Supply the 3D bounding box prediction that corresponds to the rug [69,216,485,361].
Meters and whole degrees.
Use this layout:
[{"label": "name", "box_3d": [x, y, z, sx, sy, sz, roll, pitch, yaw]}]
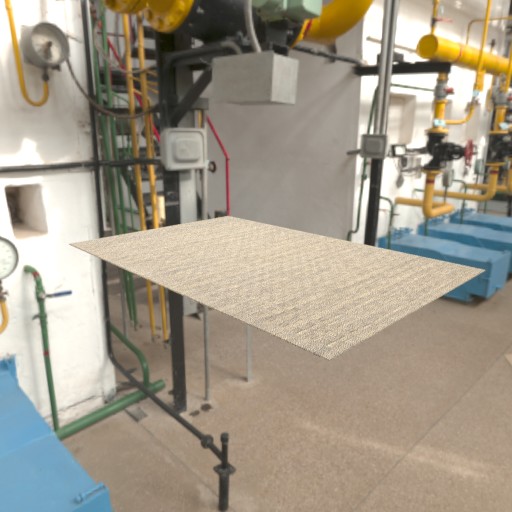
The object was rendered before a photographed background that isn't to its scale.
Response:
[{"label": "rug", "box_3d": [0.000, 0.000, 2.195, 1.142, 0.006, 1.752, -15, 22, -42]}]
